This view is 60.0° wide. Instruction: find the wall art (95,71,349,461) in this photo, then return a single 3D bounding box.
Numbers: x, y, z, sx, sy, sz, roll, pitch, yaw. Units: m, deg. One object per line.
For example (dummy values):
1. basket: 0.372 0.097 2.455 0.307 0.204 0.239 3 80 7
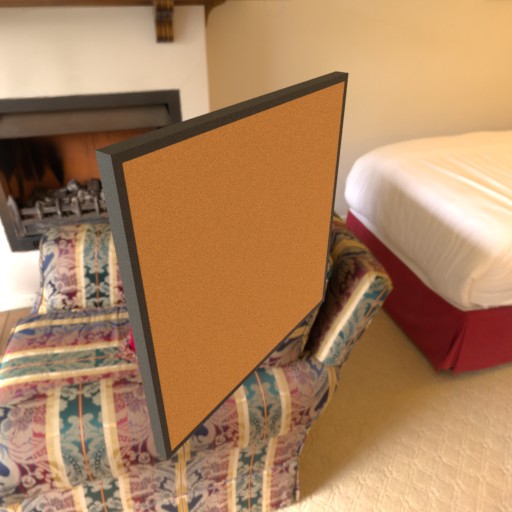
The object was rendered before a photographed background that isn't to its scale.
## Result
1. wall art: 0.000 0.000 1.122 0.038 0.763 0.763 22 39 30
